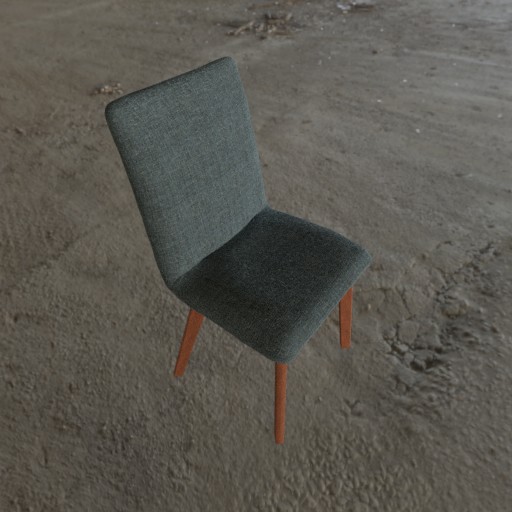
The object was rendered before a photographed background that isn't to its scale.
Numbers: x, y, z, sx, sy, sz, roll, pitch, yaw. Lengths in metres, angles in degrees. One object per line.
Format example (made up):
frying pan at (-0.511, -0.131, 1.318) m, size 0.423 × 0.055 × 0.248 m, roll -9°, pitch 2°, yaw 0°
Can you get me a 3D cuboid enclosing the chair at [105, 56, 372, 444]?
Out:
chair at (0.000, 0.000, 1.341) m, size 0.563 × 0.974 × 0.522 m, roll 26°, pitch 48°, yaw 26°
